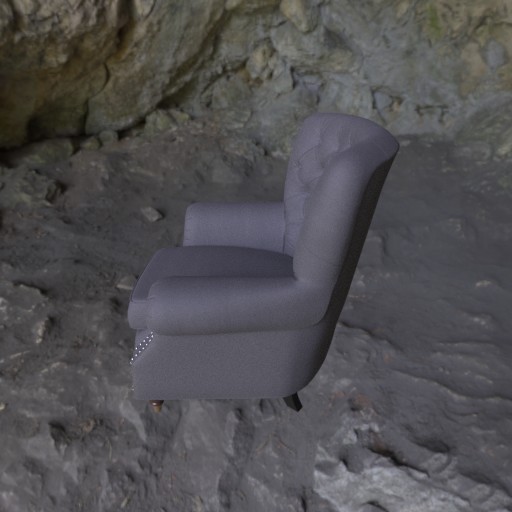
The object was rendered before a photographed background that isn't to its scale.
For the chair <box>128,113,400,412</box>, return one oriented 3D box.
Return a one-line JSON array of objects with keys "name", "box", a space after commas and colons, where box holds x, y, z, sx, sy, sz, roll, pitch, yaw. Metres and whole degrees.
[{"name": "chair", "box": [0.000, 0.000, 1.806, 0.983, 1.046, 0.983, 0, 25, 1]}]
